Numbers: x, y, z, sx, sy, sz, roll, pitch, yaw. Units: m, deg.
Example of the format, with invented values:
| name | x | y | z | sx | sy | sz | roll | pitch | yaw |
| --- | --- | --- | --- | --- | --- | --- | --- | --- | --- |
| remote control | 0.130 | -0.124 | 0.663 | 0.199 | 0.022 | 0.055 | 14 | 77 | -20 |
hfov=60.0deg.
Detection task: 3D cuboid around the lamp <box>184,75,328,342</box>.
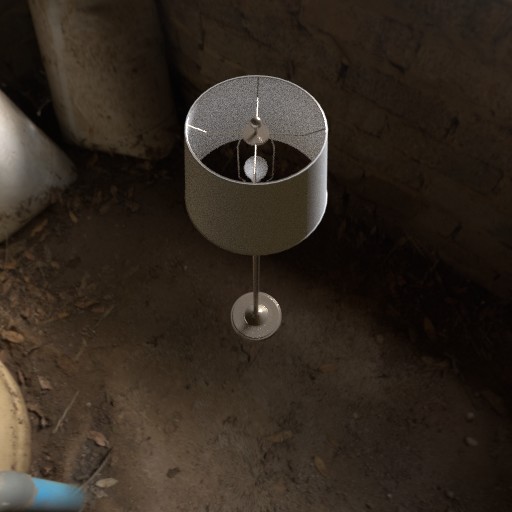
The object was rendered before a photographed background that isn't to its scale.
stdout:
| name | x | y | z | sx | sy | sz | roll | pitch | yaw |
| --- | --- | --- | --- | --- | --- | --- | --- | --- | --- |
| lamp | 0.000 | 0.000 | 1.735 | 0.431 | 1.488 | 0.431 | 0 | 63 | 0 |
